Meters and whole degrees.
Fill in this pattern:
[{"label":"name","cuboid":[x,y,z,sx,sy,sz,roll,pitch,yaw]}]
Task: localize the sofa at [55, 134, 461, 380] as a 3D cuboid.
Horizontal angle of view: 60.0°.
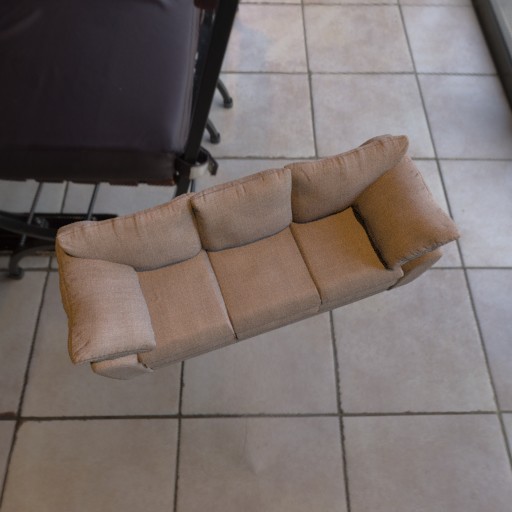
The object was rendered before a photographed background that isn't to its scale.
[{"label":"sofa","cuboid":[0.000,0.000,2.889,2.334,0.996,0.878,-18,65,-8]}]
